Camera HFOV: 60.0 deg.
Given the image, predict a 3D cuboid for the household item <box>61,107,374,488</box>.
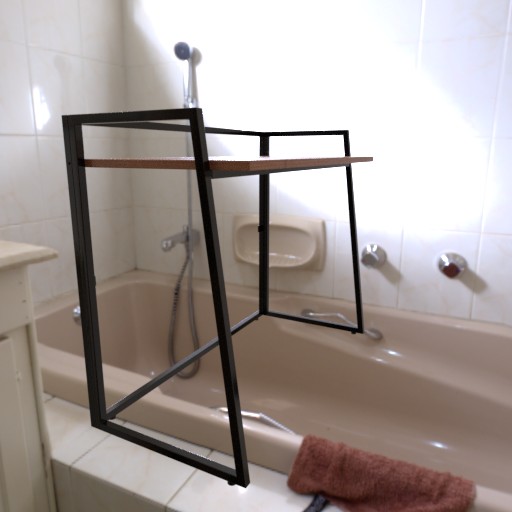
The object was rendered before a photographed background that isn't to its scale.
[{"bbox_3d":[0.000,0.000,1.502,0.510,0.860,1.050,7,15,28],"label":"household item"}]
